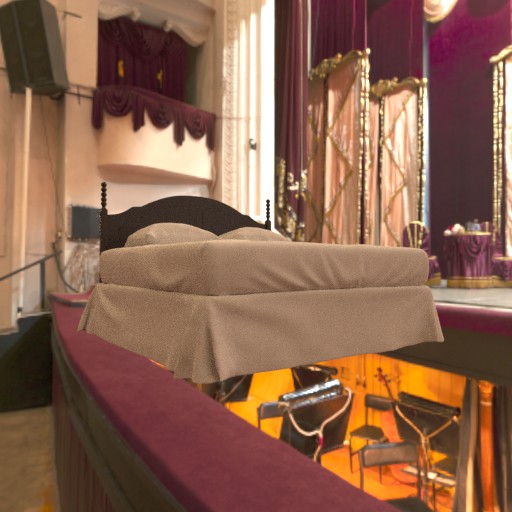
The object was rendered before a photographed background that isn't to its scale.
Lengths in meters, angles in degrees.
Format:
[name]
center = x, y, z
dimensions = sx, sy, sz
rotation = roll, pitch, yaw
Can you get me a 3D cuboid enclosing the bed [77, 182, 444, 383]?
[bed]
center = 0.000, 0.000, 3.675
dimensions = 2.322, 1.355, 2.219
rotation = 1, -1, -35
